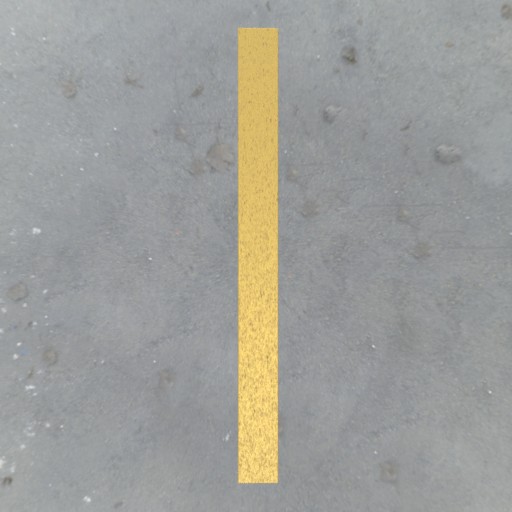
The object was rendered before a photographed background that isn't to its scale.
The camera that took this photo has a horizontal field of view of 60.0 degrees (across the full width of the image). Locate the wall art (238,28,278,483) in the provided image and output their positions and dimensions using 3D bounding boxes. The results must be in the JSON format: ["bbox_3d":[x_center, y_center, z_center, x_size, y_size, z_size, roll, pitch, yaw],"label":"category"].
[{"bbox_3d":[0.000,0.000,0.842,0.048,0.642,0.537,0,90,0],"label":"wall art"}]
